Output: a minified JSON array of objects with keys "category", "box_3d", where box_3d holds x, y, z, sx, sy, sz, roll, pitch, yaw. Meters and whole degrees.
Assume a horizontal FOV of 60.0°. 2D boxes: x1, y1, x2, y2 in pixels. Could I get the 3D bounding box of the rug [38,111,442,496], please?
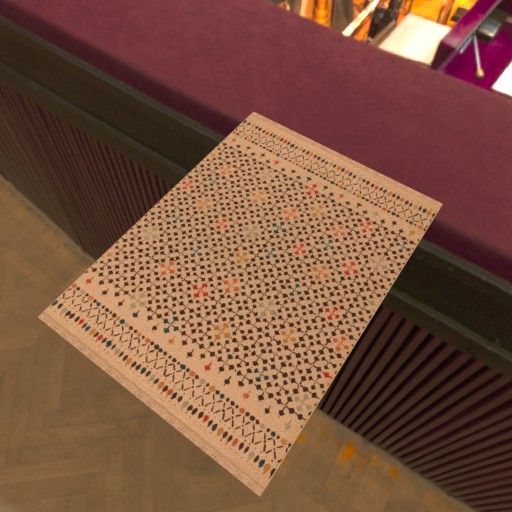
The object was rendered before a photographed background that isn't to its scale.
[{"category":"rug","box_3d":[0.000,0.000,2.022,1.146,0.006,1.556,31,63,18]}]
